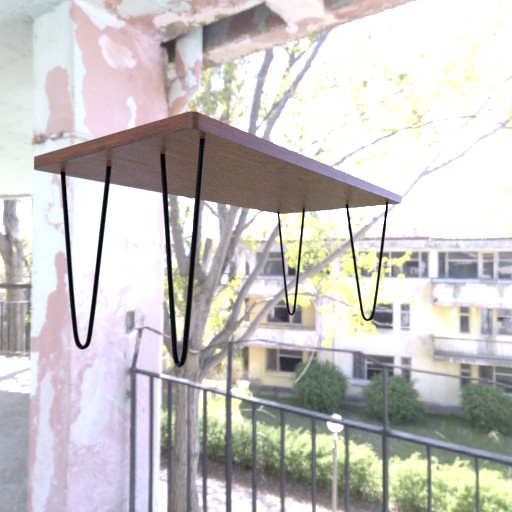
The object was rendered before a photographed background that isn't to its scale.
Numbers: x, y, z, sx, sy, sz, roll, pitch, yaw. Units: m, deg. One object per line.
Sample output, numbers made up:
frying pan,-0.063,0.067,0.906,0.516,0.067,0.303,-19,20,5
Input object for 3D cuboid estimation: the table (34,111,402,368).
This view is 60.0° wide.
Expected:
table,0.000,0.000,2.199,0.883,0.753,1.791,-1,-2,36
